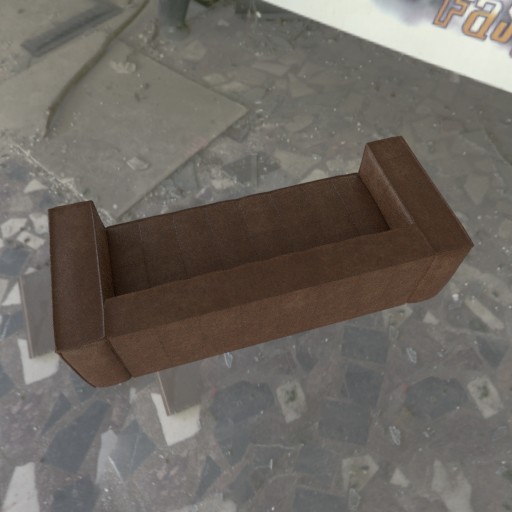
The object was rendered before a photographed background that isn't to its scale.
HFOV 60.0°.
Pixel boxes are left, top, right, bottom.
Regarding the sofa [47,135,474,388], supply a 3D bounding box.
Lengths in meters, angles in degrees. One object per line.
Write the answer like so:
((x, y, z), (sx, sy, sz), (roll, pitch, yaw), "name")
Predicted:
((0.000, 0.000, 3.096), (2.581, 0.701, 1.102), (-13, 57, -9), "sofa")
